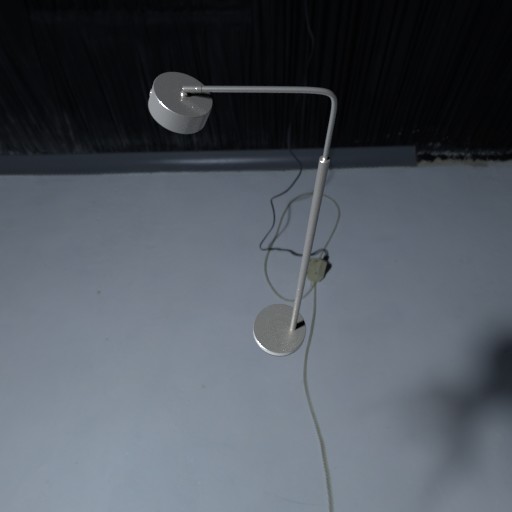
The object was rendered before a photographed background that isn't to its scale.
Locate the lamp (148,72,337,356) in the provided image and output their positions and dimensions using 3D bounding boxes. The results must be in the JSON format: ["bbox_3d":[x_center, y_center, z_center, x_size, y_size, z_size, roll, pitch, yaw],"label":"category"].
[{"bbox_3d":[0.000,0.000,1.369,0.421,1.250,0.222,1,59,0],"label":"lamp"}]
